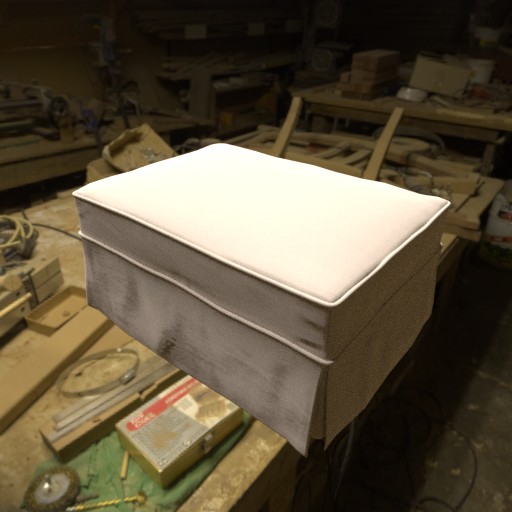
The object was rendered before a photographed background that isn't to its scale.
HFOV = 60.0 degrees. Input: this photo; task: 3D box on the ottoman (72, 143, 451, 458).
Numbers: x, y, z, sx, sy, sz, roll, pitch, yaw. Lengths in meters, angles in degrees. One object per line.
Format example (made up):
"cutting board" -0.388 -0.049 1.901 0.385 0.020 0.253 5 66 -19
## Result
"ottoman" 0.000 0.000 1.356 0.944 0.479 0.703 22 37 33
